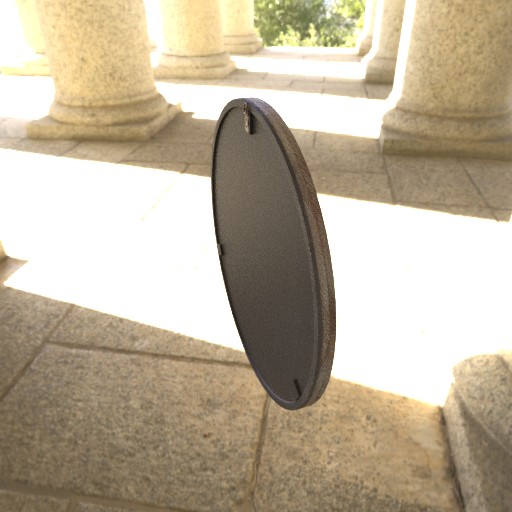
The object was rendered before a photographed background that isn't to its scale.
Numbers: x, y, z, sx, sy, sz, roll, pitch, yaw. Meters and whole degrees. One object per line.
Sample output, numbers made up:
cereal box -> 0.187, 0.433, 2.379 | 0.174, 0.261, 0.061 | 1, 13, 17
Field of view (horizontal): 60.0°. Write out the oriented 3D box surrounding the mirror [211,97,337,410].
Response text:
mirror -> 0.000, 0.000, 1.053 | 0.038, 0.710, 0.710 | -11, 33, -17
